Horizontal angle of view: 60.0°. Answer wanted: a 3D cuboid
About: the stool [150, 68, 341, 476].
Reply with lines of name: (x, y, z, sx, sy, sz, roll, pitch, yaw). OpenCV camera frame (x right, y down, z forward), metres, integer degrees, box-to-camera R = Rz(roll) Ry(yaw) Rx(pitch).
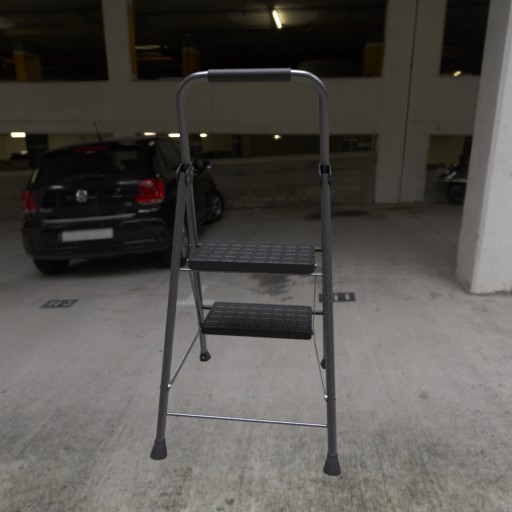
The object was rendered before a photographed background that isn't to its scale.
stool: (0.000, 0.000, 1.148, 0.450, 0.872, 0.514, 2, 16, 7)
